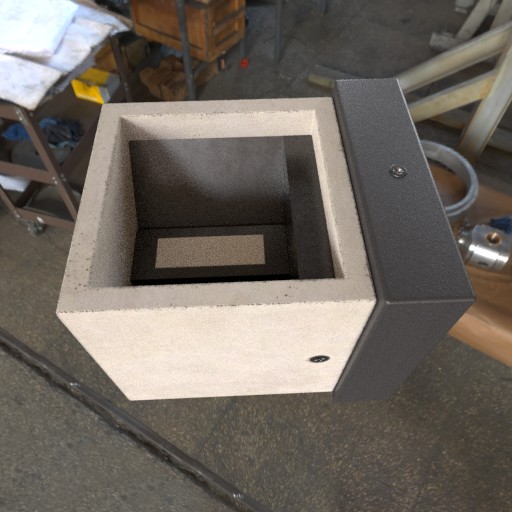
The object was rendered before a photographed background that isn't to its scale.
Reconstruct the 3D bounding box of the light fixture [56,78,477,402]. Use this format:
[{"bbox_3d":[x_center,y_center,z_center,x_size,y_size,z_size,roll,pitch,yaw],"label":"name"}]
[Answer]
[{"bbox_3d":[0.000,0.000,0.228,0.143,0.121,0.121,-2,57,-1],"label":"light fixture"}]
